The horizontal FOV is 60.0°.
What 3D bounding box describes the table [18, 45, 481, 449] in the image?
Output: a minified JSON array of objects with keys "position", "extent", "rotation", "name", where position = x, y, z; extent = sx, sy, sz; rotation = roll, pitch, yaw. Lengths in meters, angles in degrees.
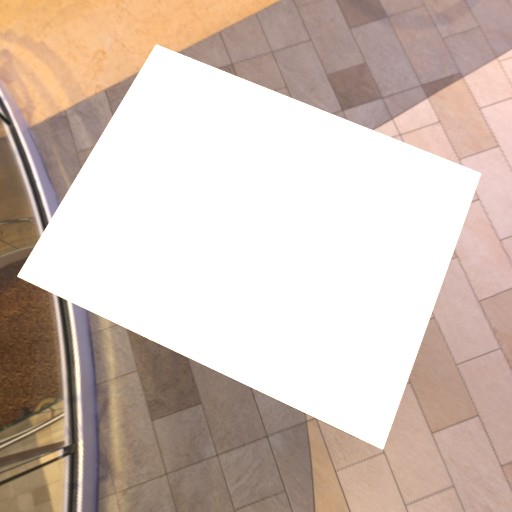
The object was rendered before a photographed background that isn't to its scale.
[{"position":[0.000,0.000,0.779],"extent":[0.517,0.357,0.399],"rotation":[24,77,6],"name":"table"}]
